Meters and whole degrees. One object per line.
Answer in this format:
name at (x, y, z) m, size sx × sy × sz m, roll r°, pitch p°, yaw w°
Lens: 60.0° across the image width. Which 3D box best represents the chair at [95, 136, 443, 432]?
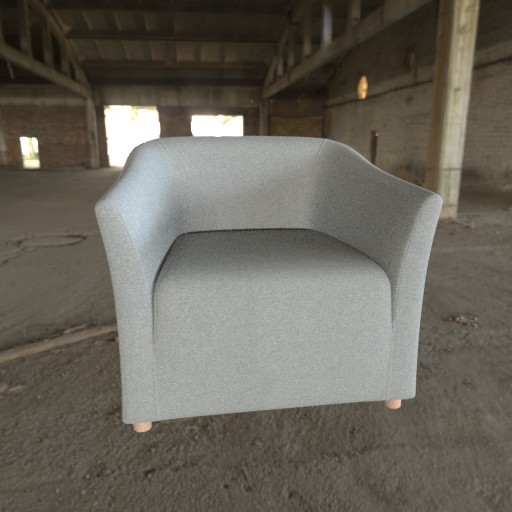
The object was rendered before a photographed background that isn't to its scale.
chair at (0.000, 0.000, 1.356) m, size 0.790 × 0.720 × 0.700 m, roll -2°, pitch 14°, yaw -8°
